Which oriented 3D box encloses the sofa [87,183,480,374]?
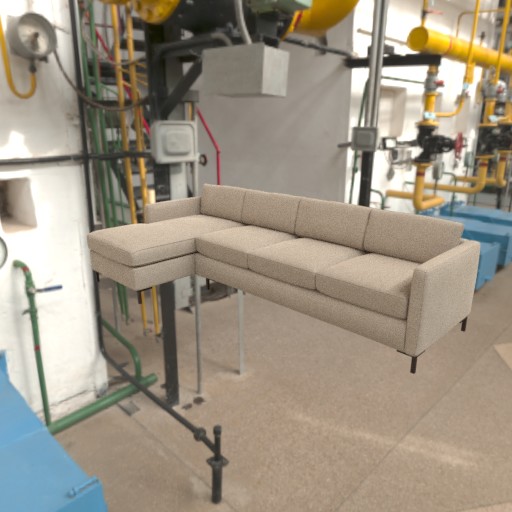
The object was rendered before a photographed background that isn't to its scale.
[{"bbox_3d":[0.000,0.000,3.528,2.923,0.816,1.469,16,23,42],"label":"sofa"}]
